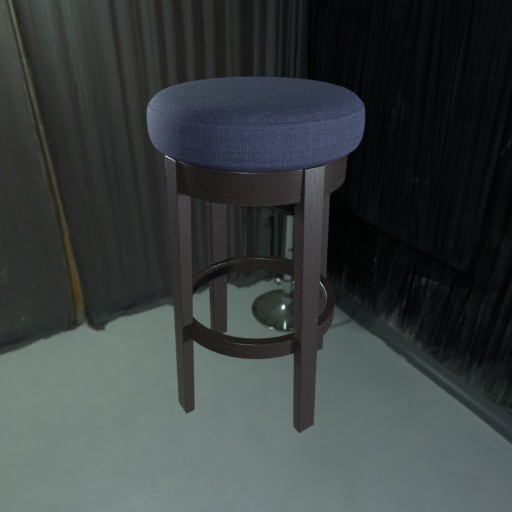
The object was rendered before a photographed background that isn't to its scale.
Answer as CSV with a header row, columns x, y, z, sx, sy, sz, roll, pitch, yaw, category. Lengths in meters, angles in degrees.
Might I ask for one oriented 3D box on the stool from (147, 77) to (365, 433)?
x,y,z,sx,sy,sz,roll,pitch,yaw,category
0.000,0.000,1.047,0.446,0.758,0.446,0,29,0,stool
